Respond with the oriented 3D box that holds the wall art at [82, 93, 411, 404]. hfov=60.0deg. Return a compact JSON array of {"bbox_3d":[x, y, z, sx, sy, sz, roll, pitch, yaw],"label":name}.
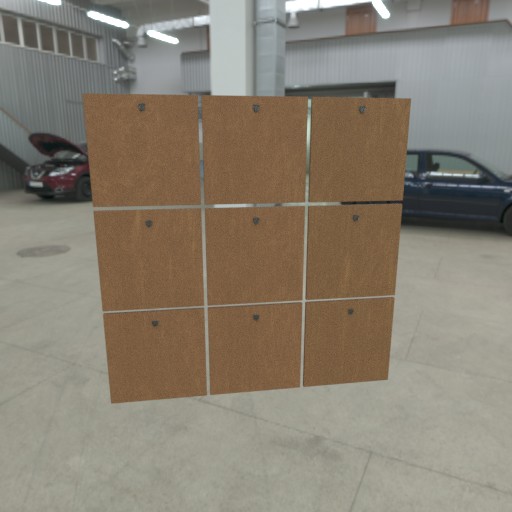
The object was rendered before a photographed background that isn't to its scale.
[{"bbox_3d":[0.000,0.000,1.339,0.915,0.913,0.018,-2,15,-9],"label":"wall art"}]
